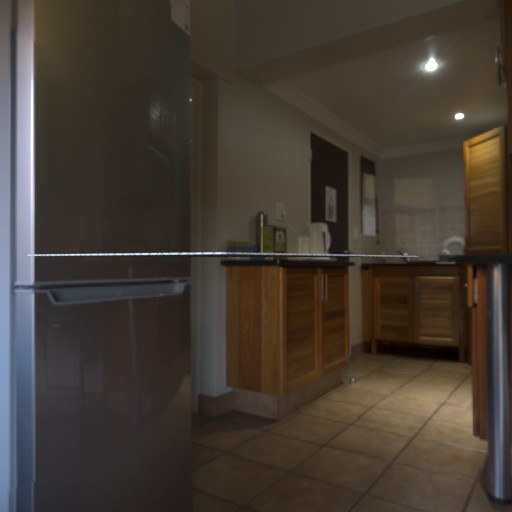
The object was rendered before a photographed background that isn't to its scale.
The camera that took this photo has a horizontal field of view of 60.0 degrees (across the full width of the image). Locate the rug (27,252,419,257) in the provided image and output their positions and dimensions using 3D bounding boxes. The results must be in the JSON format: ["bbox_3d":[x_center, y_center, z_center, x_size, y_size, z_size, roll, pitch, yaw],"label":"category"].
[{"bbox_3d":[0.000,0.000,3.122,1.526,0.008,2.441,0,-1,37],"label":"rug"}]
